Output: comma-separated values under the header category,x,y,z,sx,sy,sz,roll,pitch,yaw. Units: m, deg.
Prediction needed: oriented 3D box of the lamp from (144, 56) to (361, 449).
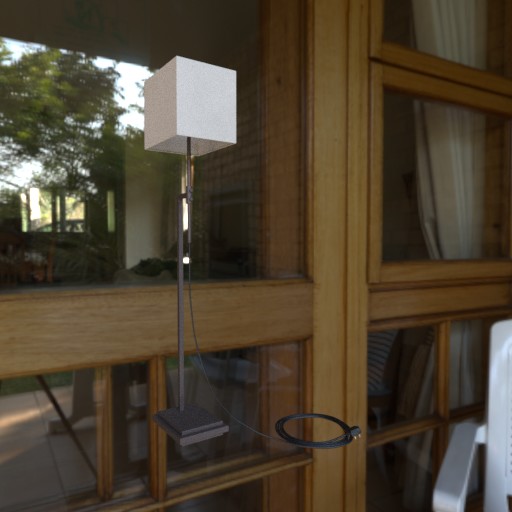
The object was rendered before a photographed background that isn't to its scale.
category,x,y,z,sx,sy,sz,roll,pitch,yaw
lamp,0.000,0.000,2.005,0.774,1.600,0.698,-1,2,-35
